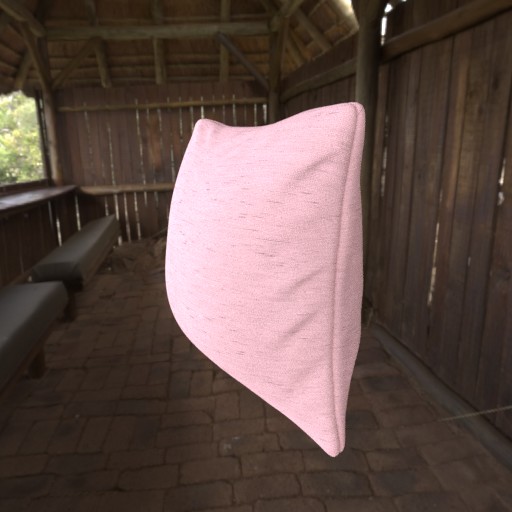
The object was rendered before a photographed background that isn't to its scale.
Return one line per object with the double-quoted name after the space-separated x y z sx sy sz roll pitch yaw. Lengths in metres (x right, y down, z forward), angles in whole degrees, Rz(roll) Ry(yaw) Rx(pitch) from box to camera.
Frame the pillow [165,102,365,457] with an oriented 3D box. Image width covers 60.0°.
0.000 0.000 0.671 0.246 0.415 0.432 -8 16 -28 "pillow"
